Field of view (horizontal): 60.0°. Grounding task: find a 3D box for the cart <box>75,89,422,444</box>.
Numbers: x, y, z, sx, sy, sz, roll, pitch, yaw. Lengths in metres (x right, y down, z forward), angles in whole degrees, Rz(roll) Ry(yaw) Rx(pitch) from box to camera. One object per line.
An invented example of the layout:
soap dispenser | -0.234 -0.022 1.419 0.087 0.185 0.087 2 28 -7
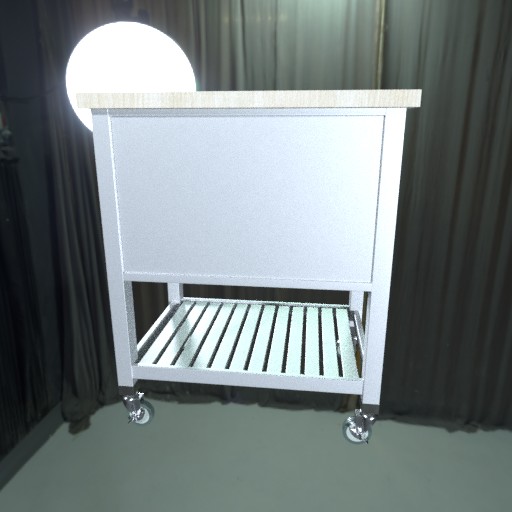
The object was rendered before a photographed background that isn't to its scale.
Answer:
cart | 0.000 0.000 1.359 0.762 0.914 0.559 2 17 7
